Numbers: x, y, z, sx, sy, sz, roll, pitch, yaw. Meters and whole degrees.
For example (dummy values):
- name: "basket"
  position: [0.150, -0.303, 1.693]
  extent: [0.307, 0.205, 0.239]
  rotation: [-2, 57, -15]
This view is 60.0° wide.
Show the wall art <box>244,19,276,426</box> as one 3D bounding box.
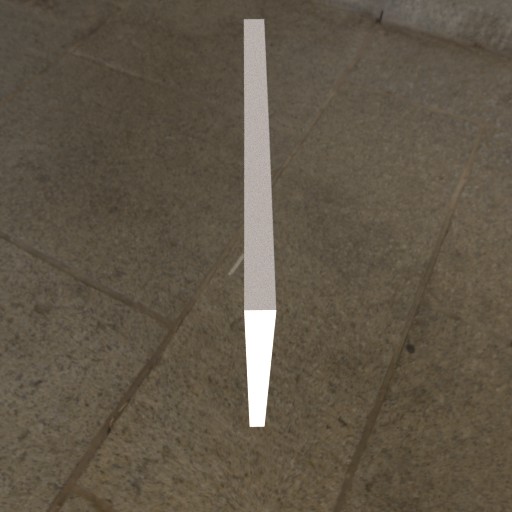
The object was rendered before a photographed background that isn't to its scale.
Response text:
- name: "wall art"
  position: [0.000, 0.000, 0.741]
  extent: [0.030, 0.549, 0.443]
  rotation: [-1, 59, 0]
